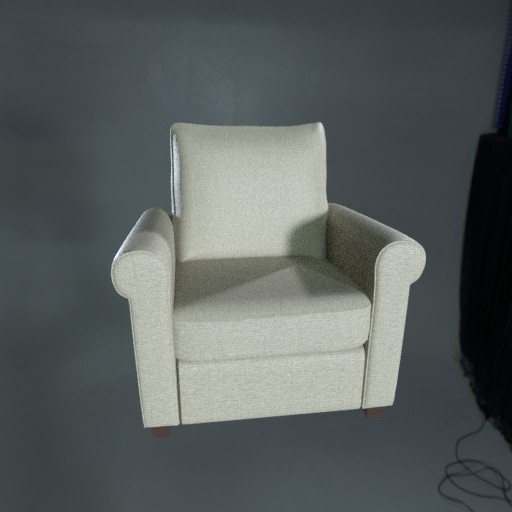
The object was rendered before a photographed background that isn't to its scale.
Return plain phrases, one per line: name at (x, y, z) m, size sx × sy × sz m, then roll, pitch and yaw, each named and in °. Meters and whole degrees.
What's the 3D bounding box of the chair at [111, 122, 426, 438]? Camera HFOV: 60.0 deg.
chair at (0.000, 0.000, 2.340) m, size 1.275 × 1.349 × 1.180 m, roll -2°, pitch 17°, yaw -8°
